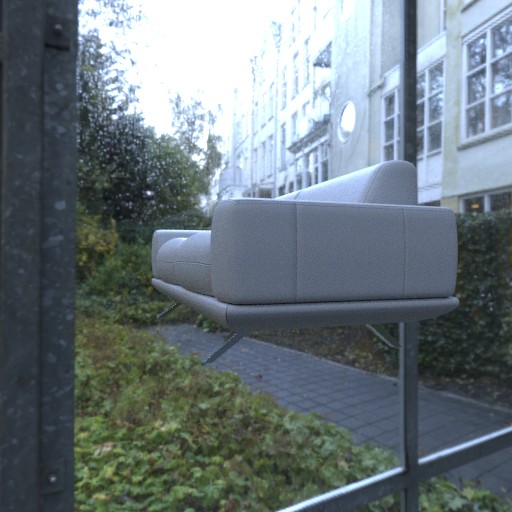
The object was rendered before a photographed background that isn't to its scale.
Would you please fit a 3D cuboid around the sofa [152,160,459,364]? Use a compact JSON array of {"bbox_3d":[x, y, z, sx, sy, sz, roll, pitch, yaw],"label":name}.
[{"bbox_3d":[0.000,0.000,2.330,0.900,0.772,1.901,0,0,-20],"label":"sofa"}]
